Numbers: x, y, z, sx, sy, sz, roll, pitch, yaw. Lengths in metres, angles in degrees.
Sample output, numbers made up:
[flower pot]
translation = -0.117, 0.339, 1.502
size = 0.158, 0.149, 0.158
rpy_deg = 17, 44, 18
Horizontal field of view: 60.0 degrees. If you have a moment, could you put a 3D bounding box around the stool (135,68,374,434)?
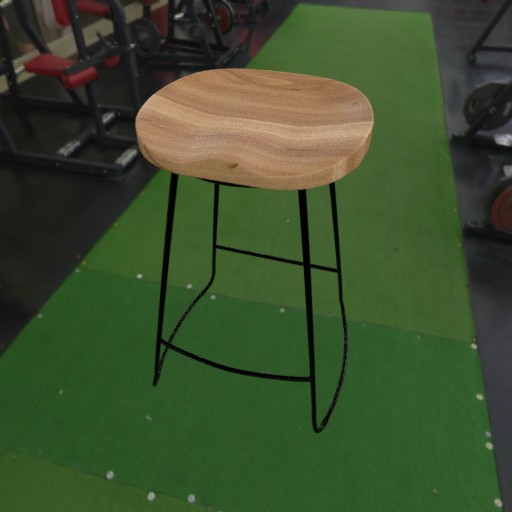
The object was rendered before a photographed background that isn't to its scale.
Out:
[stool]
translation = 0.000, 0.000, 0.973
size = 0.480, 0.679, 0.401
rpy_deg = 11, 42, 13
